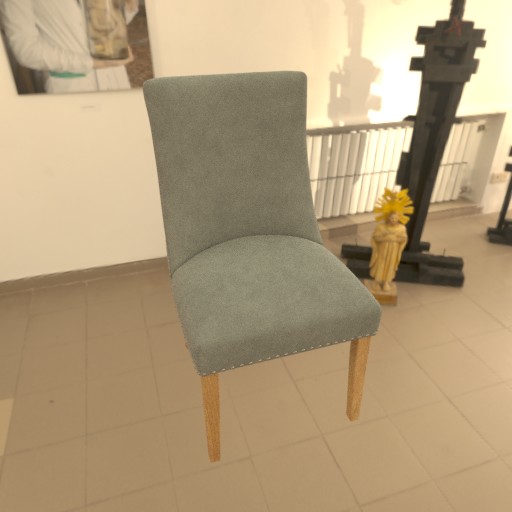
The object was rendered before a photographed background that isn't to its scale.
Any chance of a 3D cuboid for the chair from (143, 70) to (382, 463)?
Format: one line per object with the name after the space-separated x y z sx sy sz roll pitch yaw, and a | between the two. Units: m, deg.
0.000 0.000 1.267 0.495 0.902 0.610 -10 32 -16 | chair
